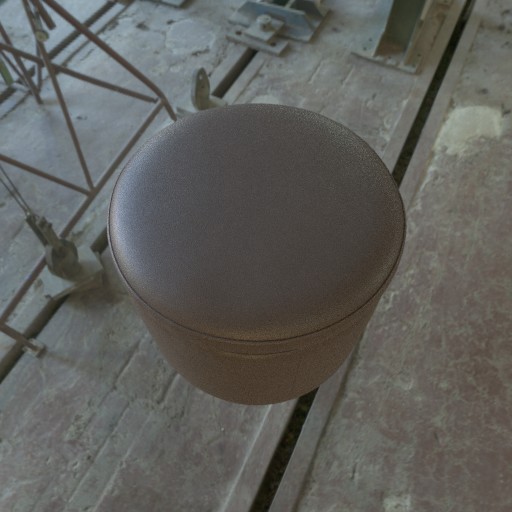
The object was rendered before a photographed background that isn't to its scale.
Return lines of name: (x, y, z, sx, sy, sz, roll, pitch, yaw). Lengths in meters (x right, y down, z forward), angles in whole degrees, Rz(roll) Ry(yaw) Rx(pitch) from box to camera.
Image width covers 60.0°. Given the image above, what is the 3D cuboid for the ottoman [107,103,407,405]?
ottoman: (0.000, 0.000, 0.884, 0.500, 0.409, 0.500, 0, 59, 0)
